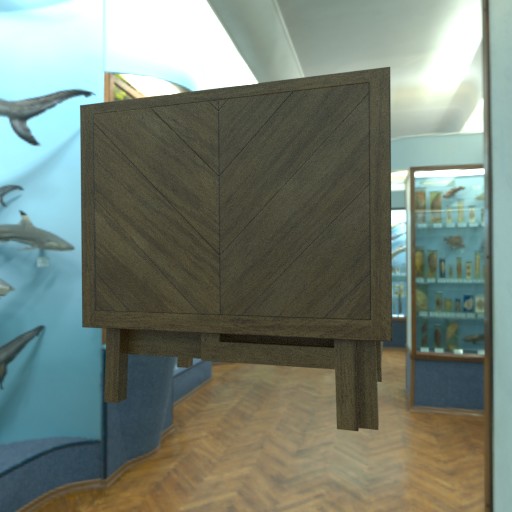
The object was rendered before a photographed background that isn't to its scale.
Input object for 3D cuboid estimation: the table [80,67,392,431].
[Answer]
[{"bbox_3d":[0.000,0.000,1.278,0.746,0.763,0.591,0,-1,17],"label":"table"}]
